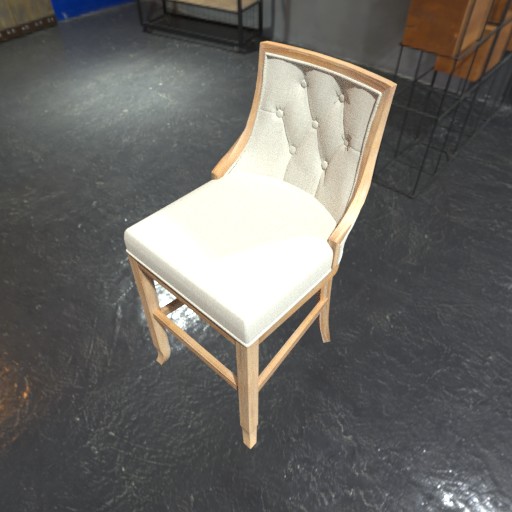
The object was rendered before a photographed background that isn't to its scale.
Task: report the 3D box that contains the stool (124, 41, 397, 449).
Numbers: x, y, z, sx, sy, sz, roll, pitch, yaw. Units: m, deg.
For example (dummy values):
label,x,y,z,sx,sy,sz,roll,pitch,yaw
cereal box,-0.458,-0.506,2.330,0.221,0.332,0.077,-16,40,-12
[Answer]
label,x,y,z,sx,sy,sz,roll,pitch,yaw
stool,0.000,0.000,1.448,0.524,1.101,0.626,33,54,29
